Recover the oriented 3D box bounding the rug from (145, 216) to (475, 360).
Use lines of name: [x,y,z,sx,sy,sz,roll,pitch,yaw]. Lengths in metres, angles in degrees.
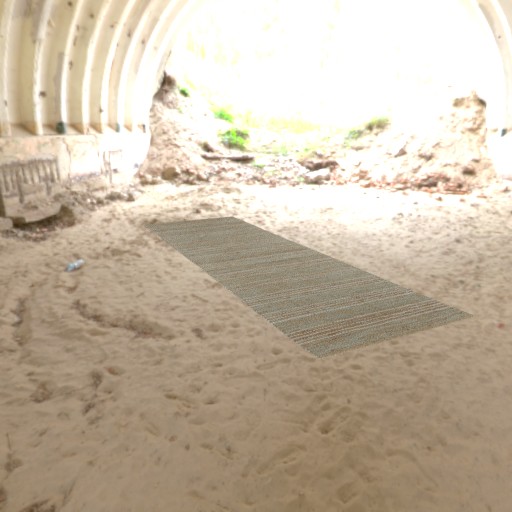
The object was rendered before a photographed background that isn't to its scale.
rug: [0.000,0.000,2.695,0.783,0.006,2.438,-8,18,-26]
